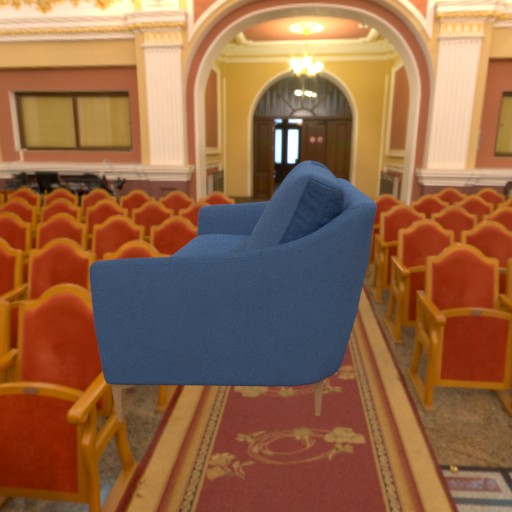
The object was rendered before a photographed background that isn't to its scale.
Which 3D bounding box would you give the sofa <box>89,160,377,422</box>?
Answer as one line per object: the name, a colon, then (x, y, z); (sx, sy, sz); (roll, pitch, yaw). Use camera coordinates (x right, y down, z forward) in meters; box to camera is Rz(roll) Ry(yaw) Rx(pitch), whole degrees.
sofa: (0.000, 0.000, 2.199); (0.960, 0.902, 1.619); (1, 14, 6)
